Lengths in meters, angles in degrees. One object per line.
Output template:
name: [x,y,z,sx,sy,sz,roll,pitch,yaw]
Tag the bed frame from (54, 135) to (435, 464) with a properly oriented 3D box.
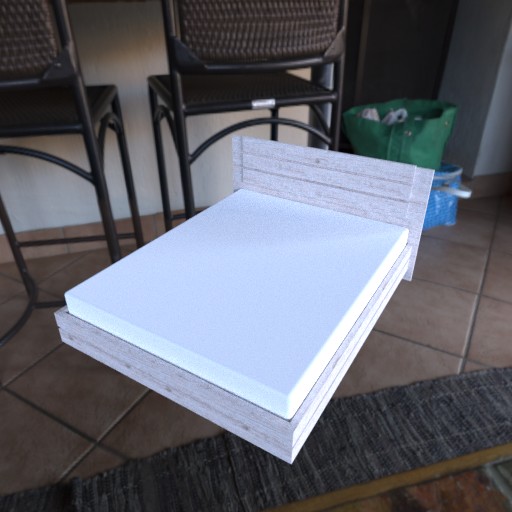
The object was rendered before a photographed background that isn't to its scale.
bed frame: [0.000,0.000,3.068,1.750,0.970,2.080,17,35,27]
